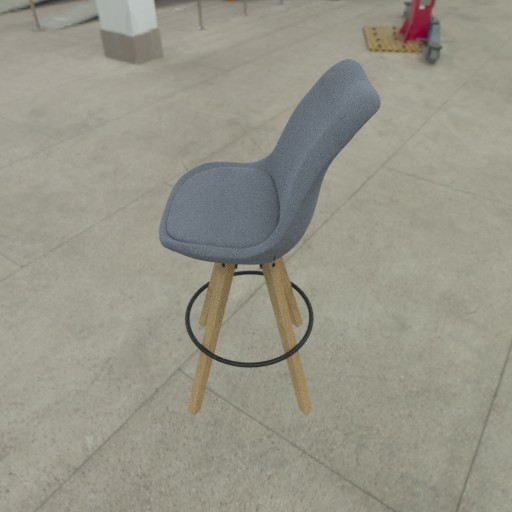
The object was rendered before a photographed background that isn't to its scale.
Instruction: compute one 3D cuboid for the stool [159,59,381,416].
[{"bbox_3d":[0.000,0.000,1.400,0.550,1.115,0.485,0,40,0],"label":"stool"}]
